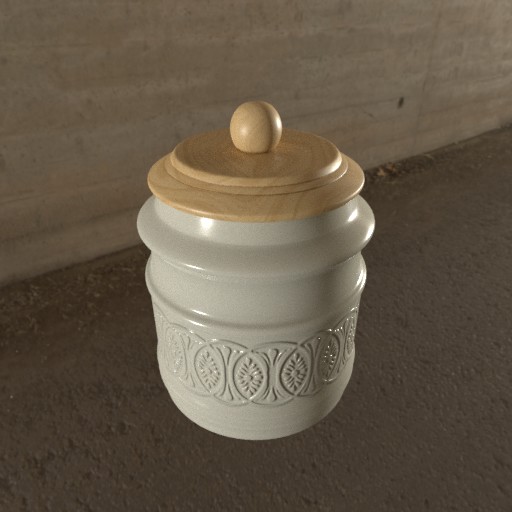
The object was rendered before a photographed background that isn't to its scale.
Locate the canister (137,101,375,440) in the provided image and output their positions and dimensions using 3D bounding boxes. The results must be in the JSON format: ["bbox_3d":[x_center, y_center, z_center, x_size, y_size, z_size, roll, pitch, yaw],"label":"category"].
[{"bbox_3d":[0.000,0.000,0.263,0.130,0.176,0.130,0,31,0],"label":"canister"}]
